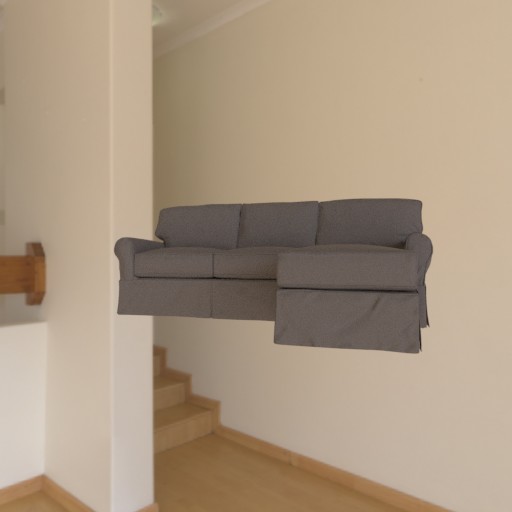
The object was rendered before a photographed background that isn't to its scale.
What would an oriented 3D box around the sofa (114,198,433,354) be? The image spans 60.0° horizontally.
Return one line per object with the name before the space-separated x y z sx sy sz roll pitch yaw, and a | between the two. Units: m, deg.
sofa | 0.000 0.000 3.315 2.475 0.978 1.733 0 0 17
